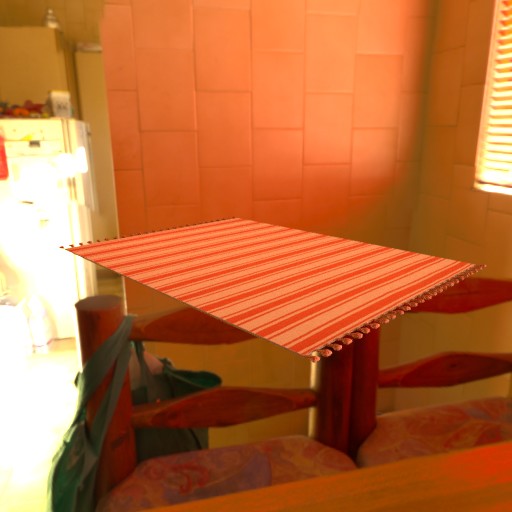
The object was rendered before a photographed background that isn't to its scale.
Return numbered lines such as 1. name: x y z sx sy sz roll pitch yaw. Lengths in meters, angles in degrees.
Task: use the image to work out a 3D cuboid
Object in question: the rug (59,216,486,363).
1. rug: 0.000 0.000 4.264 2.451 0.035 3.369 -15 21 -42
